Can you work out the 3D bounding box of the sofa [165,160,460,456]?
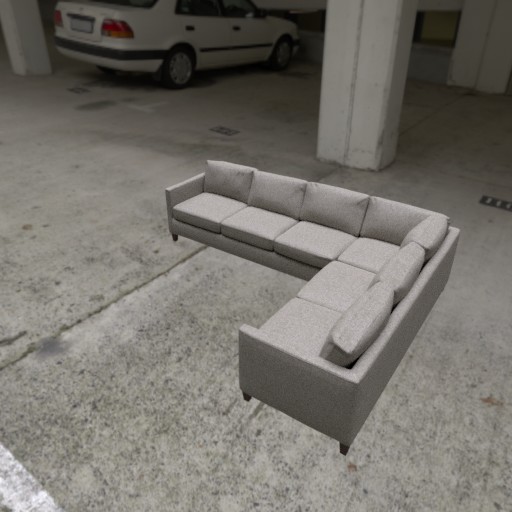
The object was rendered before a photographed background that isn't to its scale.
[{"bbox_3d":[0.000,0.000,4.491,3.302,0.947,2.593,19,35,30],"label":"sofa"}]
